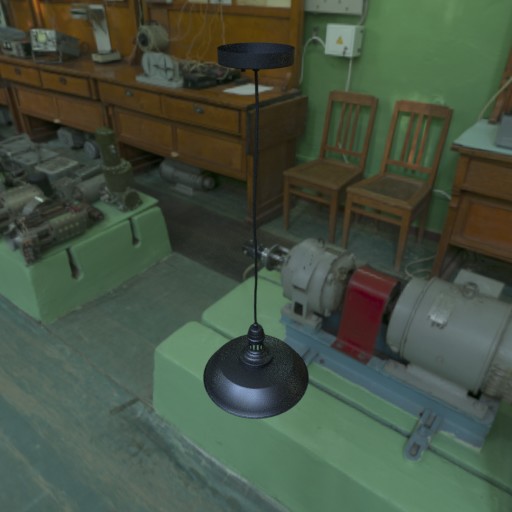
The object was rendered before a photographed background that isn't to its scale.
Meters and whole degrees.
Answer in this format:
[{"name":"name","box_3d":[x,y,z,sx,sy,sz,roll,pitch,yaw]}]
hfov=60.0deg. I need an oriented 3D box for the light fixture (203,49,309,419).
[{"name":"light fixture","box_3d":[0.000,0.000,1.158,0.331,0.993,0.331,21,38,30]}]
